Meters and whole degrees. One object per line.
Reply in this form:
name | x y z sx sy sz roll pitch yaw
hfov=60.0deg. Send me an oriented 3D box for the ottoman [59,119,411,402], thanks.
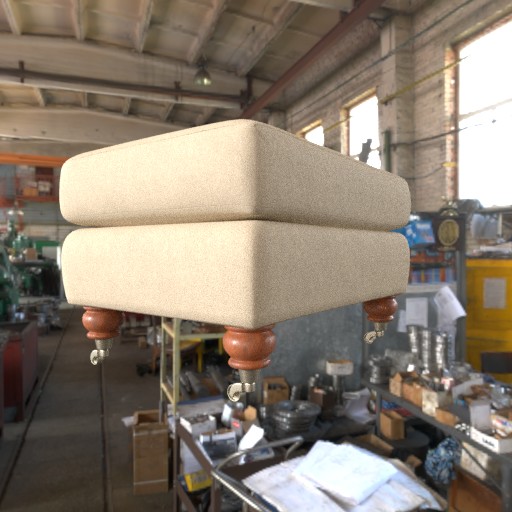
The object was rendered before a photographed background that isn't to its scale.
ottoman | 0.000 0.000 1.129 0.569 0.504 0.773 1 1 37
